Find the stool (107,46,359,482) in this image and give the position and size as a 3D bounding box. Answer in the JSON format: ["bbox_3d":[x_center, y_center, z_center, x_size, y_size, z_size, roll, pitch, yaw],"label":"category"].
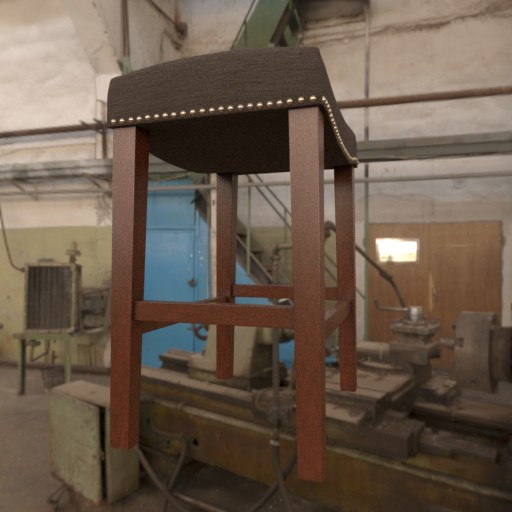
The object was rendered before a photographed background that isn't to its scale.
[{"bbox_3d":[0.000,0.000,0.920,0.372,0.654,0.504,0,0,19],"label":"stool"}]
